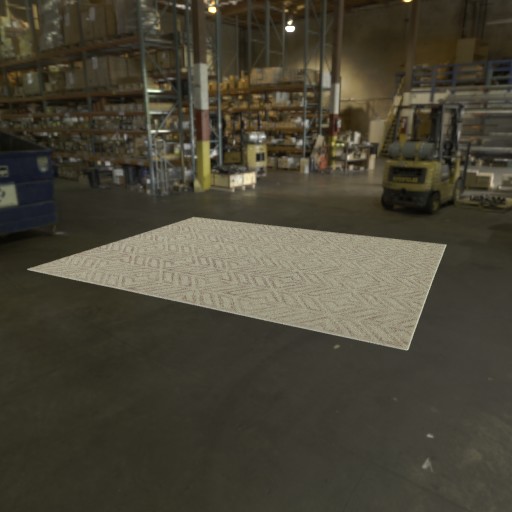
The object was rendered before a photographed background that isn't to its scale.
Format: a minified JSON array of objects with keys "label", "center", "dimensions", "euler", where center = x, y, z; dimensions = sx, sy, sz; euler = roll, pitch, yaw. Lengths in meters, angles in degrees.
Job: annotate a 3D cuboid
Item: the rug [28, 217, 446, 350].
[{"label":"rug","center":[0.000,0.000,4.061],"dimensions":[3.045,0.008,2.421],"euler":[8,18,26]}]
